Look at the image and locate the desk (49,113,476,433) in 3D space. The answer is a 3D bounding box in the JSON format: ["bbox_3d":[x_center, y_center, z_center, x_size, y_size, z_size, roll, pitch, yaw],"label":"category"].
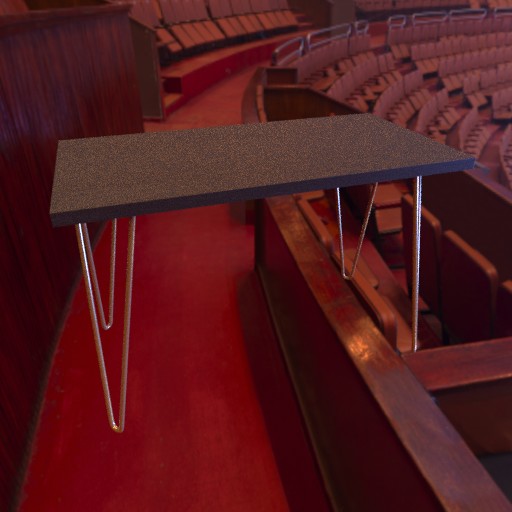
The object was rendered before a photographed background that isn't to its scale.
[{"bbox_3d":[0.000,0.000,1.340,0.991,0.660,0.499,-10,32,-16],"label":"desk"}]
